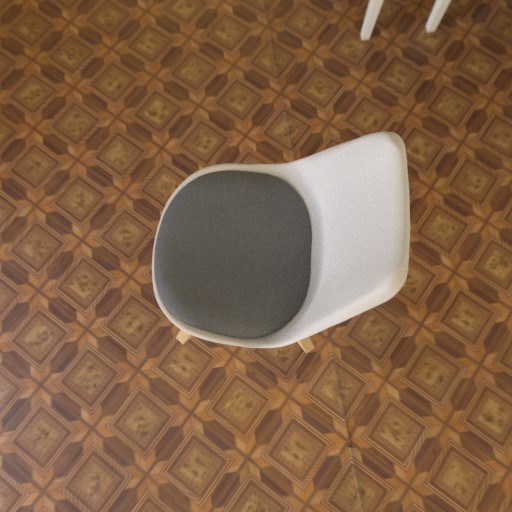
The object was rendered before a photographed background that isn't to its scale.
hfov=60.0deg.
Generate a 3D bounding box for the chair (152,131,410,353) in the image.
[{"bbox_3d":[0.000,0.000,1.184,0.550,0.850,0.485,4,76,1],"label":"chair"}]
